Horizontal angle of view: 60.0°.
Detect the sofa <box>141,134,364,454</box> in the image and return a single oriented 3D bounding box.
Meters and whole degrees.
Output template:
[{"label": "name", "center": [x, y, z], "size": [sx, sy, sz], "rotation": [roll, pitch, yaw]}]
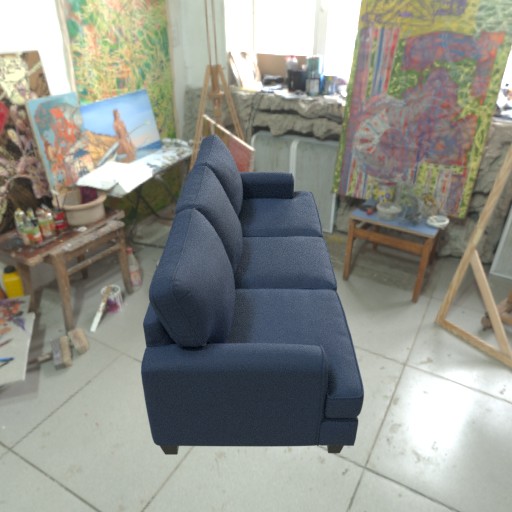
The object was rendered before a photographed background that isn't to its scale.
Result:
[{"label": "sofa", "center": [0.000, 0.000, 2.728], "size": [0.951, 0.965, 2.158], "rotation": [0, 31, 0]}]
